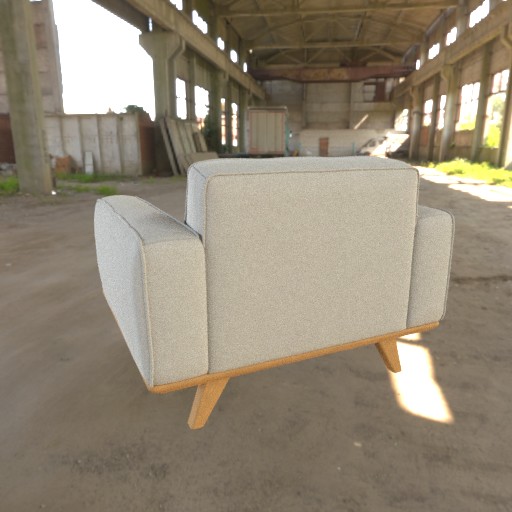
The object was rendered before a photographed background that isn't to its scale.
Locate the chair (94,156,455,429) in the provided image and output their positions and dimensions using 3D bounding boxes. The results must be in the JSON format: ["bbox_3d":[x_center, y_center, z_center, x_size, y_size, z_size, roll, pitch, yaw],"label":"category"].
[{"bbox_3d":[0.000,0.000,1.734,1.115,0.779,0.953,-7,16,-24],"label":"chair"}]
